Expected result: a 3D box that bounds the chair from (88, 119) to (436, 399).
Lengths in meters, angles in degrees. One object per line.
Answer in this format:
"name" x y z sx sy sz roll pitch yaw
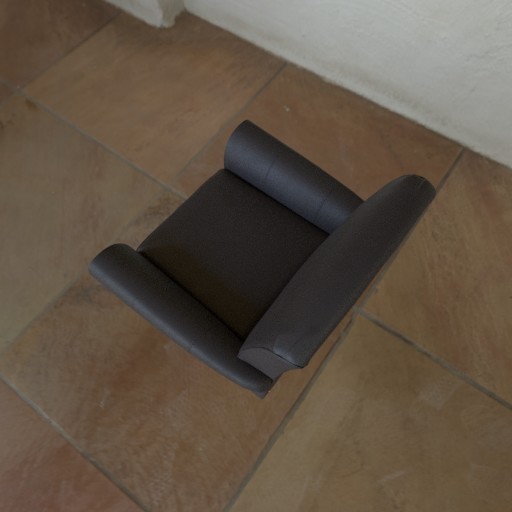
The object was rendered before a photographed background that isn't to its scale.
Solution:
"chair" 0.000 0.000 1.810 0.902 1.061 0.978 36 69 16
